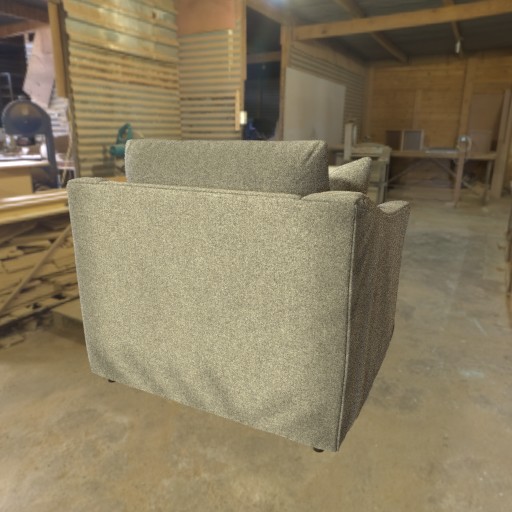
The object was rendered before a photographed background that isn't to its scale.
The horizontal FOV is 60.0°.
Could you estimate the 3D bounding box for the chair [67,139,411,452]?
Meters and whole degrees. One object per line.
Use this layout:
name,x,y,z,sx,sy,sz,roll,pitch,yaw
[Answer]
chair,0.000,0.000,2.041,1.194,1.059,1.071,8,18,26
